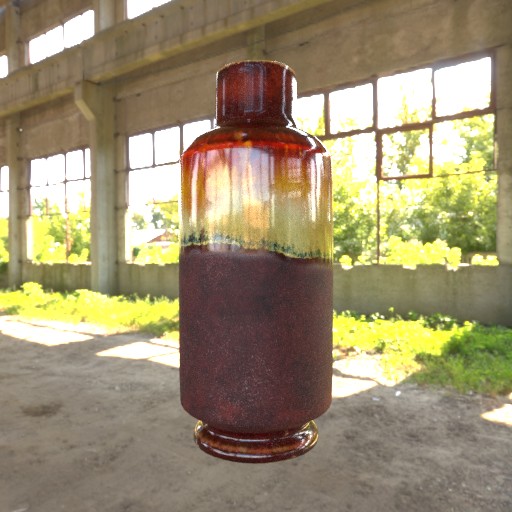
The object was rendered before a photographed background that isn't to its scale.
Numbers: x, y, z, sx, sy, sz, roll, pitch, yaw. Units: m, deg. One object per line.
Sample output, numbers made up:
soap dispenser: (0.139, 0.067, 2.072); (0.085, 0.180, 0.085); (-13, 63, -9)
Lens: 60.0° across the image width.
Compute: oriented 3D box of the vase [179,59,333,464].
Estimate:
vase: (0.000, 0.000, 0.322); (0.111, 0.261, 0.111); (0, 0, 0)
